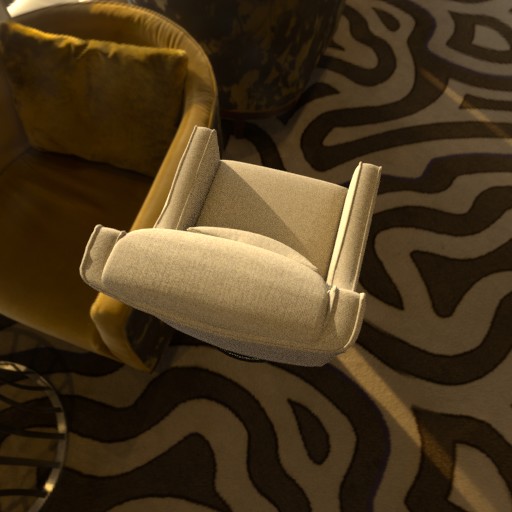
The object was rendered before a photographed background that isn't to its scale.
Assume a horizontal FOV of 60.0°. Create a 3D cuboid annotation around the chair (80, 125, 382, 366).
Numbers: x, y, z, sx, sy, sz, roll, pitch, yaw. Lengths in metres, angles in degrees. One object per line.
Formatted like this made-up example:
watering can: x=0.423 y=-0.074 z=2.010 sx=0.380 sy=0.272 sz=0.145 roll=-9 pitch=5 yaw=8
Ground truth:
chair: x=0.000 y=0.000 z=1.596 sx=0.732 sy=0.993 sz=0.879 roll=14 pitch=64 yaw=7
